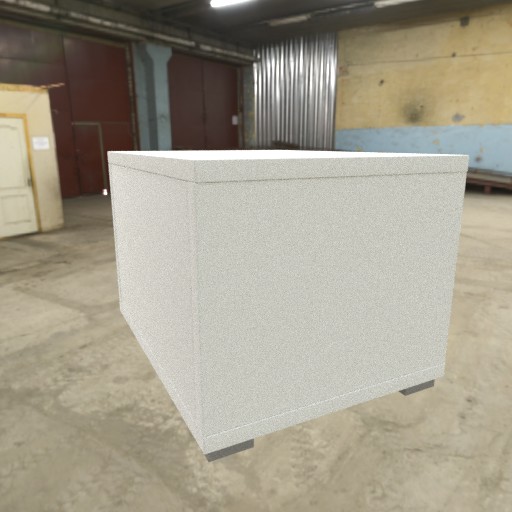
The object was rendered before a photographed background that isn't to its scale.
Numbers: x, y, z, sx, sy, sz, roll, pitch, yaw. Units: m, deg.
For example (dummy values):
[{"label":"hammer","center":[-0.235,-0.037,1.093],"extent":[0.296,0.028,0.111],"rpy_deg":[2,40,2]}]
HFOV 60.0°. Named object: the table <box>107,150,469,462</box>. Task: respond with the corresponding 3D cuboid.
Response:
[{"label":"table","center":[0.000,0.000,0.789],"extent":[0.399,0.357,0.517],"rpy_deg":[-7,16,-26]}]
